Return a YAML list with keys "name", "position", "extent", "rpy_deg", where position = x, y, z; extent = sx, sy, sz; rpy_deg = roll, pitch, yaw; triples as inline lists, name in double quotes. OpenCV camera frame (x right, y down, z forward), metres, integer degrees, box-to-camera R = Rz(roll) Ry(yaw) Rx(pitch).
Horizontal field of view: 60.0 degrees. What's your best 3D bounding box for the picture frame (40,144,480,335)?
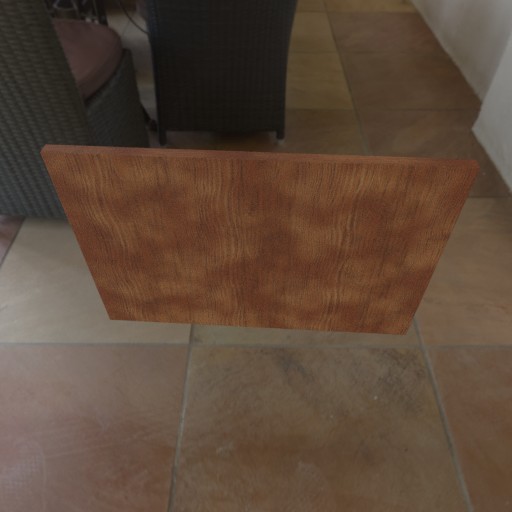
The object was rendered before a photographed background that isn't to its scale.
- name: "picture frame"
  position: [0.000, 0.000, 1.199]
  extent: [0.950, 0.640, 0.029]
  rpy_deg: [3, 47, 2]
